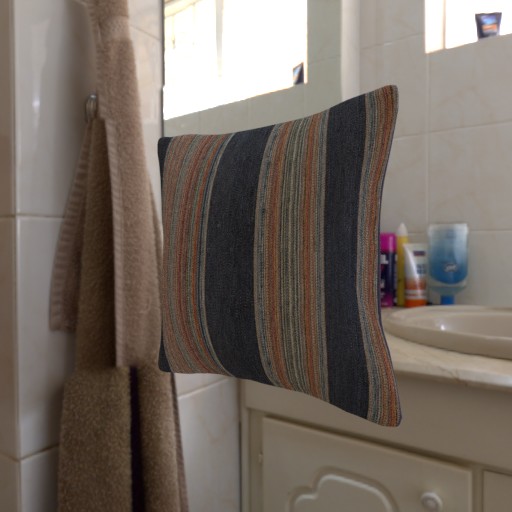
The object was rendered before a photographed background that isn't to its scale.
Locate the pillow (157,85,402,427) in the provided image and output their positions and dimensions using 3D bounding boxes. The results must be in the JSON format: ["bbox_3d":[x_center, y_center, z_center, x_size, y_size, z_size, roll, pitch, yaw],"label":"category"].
[{"bbox_3d":[0.000,0.000,0.663,0.437,0.419,0.136,1,1,37],"label":"pillow"}]
